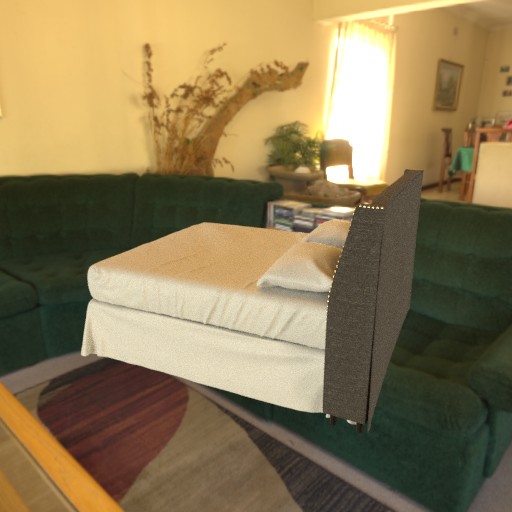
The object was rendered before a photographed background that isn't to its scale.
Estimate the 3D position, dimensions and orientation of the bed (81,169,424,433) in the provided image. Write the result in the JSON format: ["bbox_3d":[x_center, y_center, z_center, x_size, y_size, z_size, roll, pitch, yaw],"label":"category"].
[{"bbox_3d":[0.000,0.000,3.570,2.276,1.332,1.925,8,19,24],"label":"bed"}]
